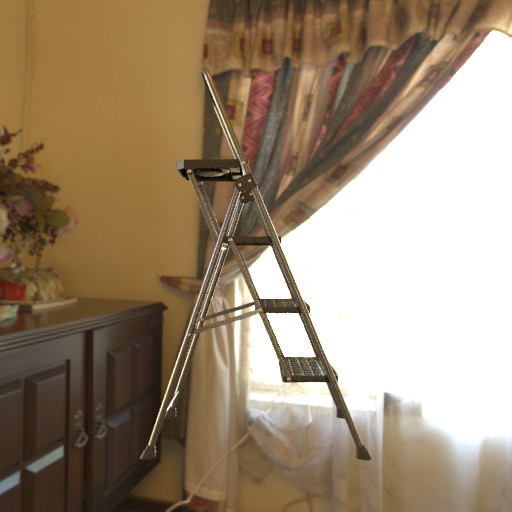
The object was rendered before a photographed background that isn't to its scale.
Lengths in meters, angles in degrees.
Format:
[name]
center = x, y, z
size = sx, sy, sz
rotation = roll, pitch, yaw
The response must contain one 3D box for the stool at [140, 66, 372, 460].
[stool]
center = 0.000, 0.000, 1.582
size = 0.733, 1.277, 0.396
rotation = 0, 0, 0
